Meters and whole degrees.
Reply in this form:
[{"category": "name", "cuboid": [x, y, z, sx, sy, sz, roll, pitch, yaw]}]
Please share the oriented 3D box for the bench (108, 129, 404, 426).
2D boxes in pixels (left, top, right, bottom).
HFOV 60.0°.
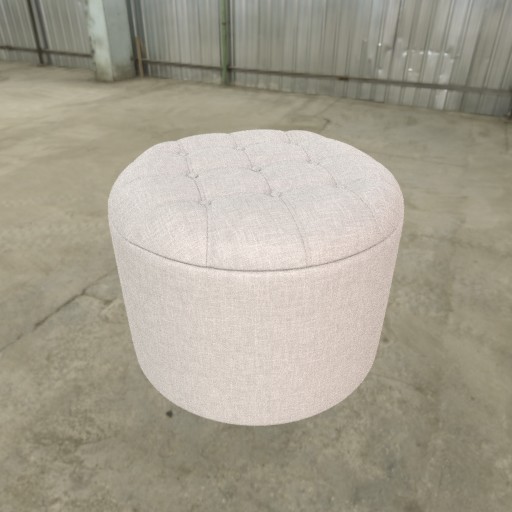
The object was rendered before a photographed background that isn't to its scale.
[{"category": "bench", "cuboid": [0.000, 0.000, 1.009, 0.600, 0.453, 0.600, 0, 32, 0]}]
